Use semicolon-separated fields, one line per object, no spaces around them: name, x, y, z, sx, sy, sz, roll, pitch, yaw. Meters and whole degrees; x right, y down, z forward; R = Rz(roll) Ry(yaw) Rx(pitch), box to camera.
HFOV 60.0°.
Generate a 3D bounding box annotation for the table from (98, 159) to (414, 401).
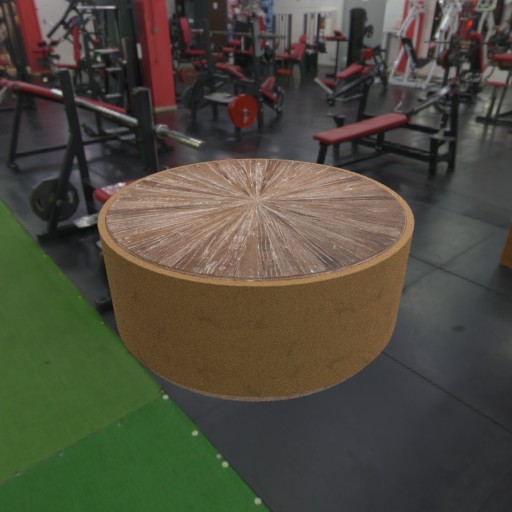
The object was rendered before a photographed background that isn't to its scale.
table;0.000;0.000;1.563;1.001;0.409;1.001;0;29;0
